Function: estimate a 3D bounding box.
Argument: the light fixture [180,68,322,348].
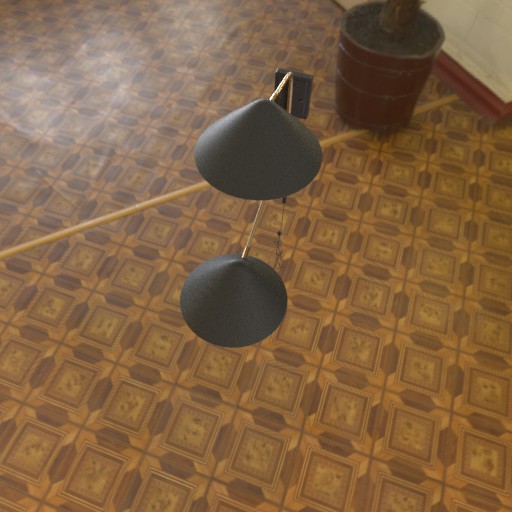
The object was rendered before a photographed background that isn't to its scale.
[{"bbox_3d":[0.000,0.000,0.869,0.189,0.665,0.422,16,59,10],"label":"light fixture"}]
